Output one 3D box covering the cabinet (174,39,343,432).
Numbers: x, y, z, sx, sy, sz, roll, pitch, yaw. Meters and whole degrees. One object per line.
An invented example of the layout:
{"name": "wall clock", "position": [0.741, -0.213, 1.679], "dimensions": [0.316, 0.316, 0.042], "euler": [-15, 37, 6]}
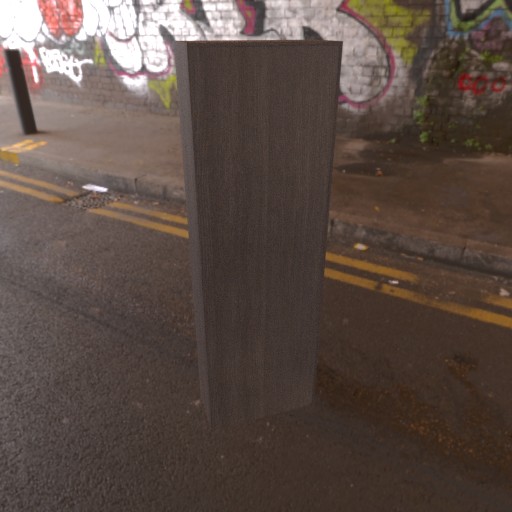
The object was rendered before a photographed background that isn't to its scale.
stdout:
{"name": "cabinet", "position": [0.000, 0.000, 1.866], "dimensions": [0.520, 1.630, 0.255], "euler": [-9, 29, -17]}
